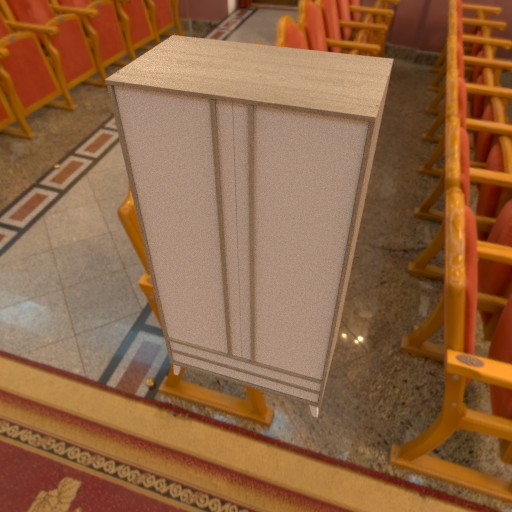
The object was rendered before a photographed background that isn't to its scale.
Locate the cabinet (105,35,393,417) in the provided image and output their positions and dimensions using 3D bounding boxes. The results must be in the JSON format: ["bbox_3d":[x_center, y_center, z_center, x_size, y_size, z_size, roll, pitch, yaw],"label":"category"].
[{"bbox_3d":[0.000,0.000,2.421,1.006,1.999,0.571,13,44,13],"label":"cabinet"}]
